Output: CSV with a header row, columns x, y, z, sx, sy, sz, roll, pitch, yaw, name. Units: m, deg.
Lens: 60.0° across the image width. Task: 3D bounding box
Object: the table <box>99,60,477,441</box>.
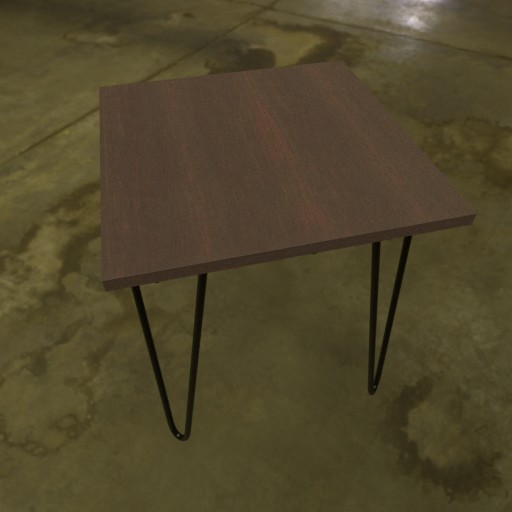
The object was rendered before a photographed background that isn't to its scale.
x,y,z,sx,sy,sz,roll,pitch,yaw,name
0.000,0.000,0.928,0.495,0.559,0.495,-10,48,-9,table
